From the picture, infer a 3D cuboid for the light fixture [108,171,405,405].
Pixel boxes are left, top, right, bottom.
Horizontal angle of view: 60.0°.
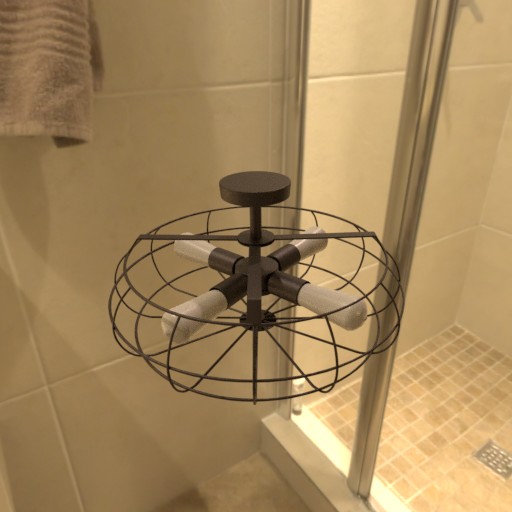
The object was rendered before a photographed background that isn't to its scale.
[{"bbox_3d":[0.000,0.000,0.881,0.582,0.311,0.582,0,27,0],"label":"light fixture"}]
